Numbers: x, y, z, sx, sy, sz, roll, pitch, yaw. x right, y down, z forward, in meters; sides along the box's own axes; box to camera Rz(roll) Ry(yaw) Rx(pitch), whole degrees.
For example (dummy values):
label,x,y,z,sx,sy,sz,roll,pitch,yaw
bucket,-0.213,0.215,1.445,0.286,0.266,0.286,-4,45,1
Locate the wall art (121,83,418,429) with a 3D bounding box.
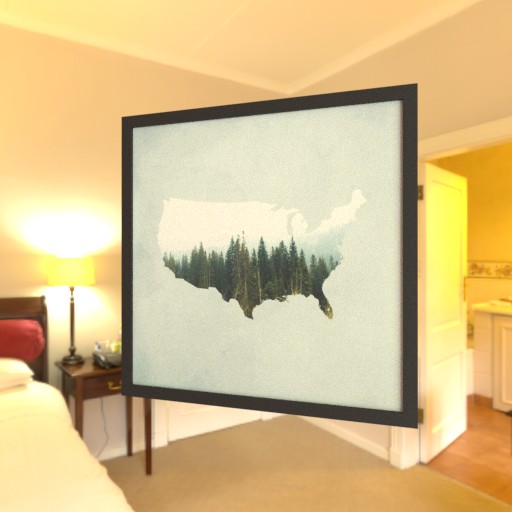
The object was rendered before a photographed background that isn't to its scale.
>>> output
label,x,y,z,sx,sy,sz,roll,pitch,yaw
wall art,0.000,0.000,1.113,0.763,0.763,0.038,0,0,18
